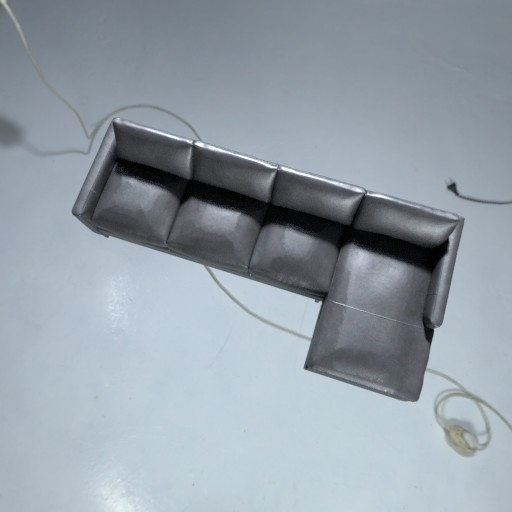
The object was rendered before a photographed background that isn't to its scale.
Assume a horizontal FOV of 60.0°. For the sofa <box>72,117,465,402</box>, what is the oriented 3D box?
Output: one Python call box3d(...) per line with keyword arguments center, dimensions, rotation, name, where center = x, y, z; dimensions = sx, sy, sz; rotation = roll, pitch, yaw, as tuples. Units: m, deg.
box3d(center=(0.000, 0.000, 3.610), dimensions=(2.993, 0.859, 1.471), rotation=(17, 75, 5), name="sofa")
